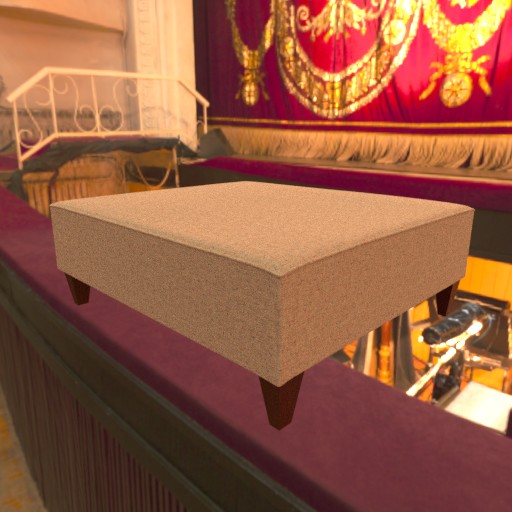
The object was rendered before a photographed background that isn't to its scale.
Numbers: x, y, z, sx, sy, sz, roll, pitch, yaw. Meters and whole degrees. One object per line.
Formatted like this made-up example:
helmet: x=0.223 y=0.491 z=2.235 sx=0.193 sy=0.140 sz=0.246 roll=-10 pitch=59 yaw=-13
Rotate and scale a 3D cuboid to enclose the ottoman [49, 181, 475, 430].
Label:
ottoman: x=0.000 y=0.000 z=1.185 sx=0.736 sy=0.303 sz=0.835 roll=-15 pitch=22 yaw=-43
